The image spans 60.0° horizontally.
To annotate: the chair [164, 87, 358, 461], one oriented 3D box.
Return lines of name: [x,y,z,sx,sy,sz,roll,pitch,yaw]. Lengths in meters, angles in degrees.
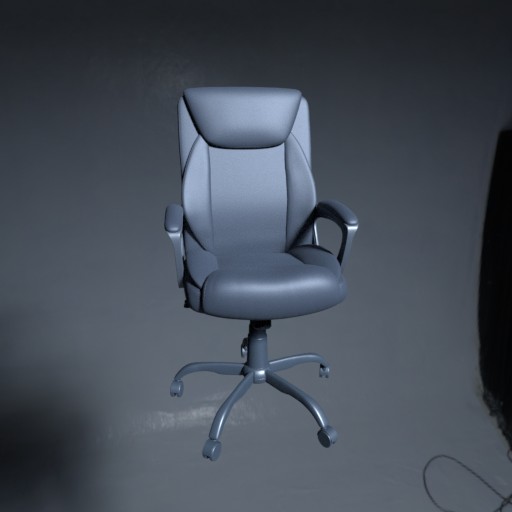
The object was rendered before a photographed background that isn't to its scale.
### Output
chair: [0.000,0.000,1.459,0.615,1.072,0.655,-3,18,-9]
